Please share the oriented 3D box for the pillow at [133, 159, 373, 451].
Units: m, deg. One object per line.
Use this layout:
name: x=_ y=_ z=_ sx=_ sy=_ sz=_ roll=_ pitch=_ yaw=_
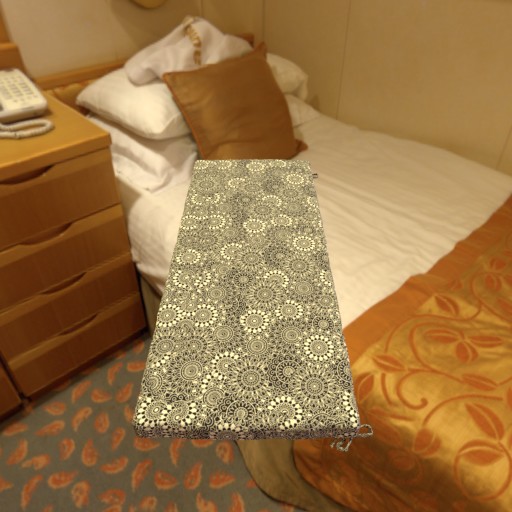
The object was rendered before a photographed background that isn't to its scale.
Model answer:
pillow: x=0.000 y=0.000 z=1.331 sx=0.492 sy=0.081 sz=1.187 roll=0 pitch=39 yaw=0
